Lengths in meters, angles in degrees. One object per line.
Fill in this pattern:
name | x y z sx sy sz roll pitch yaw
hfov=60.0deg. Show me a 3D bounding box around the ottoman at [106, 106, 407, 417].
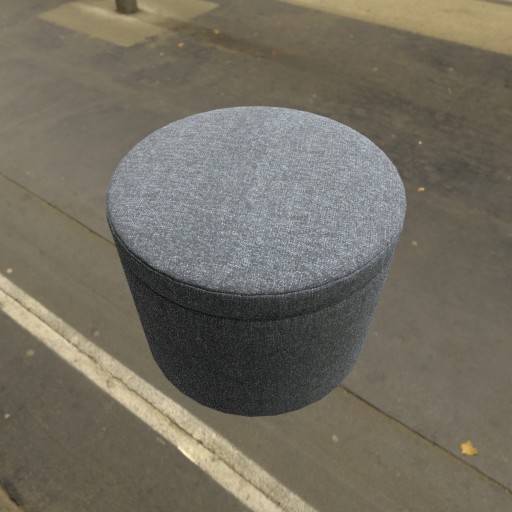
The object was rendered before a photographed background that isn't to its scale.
ottoman | 0.000 0.000 0.885 0.500 0.419 0.500 0 47 0
